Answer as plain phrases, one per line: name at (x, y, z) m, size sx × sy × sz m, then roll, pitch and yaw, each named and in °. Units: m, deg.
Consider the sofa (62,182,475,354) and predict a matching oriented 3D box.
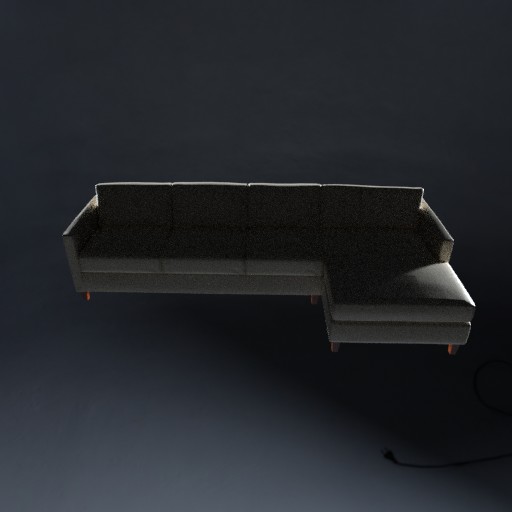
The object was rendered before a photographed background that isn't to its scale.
sofa at (0.000, 0.000, 4.134) m, size 3.471 × 0.954 × 1.603 m, roll 1°, pitch 31°, yaw 1°
